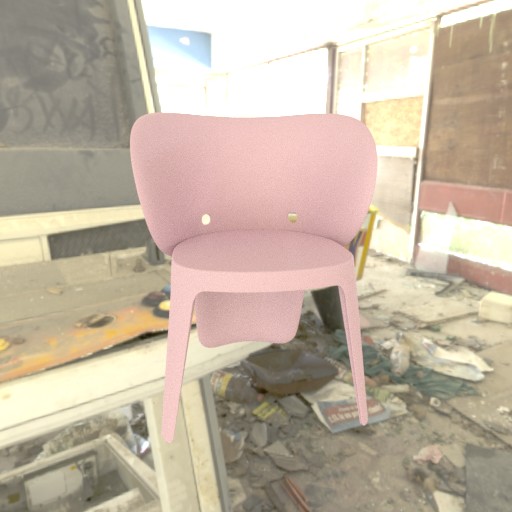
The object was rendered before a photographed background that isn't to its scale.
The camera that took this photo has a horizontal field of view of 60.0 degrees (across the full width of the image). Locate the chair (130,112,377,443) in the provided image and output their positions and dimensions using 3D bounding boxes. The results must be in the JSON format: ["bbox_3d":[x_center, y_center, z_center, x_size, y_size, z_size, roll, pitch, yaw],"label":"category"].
[{"bbox_3d":[0.000,0.000,0.877,0.451,0.554,0.402,-2,15,-8],"label":"chair"}]
